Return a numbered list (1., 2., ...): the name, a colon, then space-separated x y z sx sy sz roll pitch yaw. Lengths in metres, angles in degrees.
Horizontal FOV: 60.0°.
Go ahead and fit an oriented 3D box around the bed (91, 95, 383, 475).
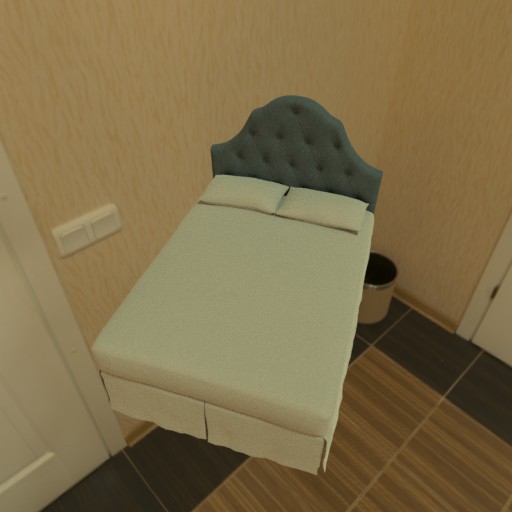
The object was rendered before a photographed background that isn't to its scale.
1. bed: 0.000 0.000 3.253 1.636 1.575 2.155 12 43 13
